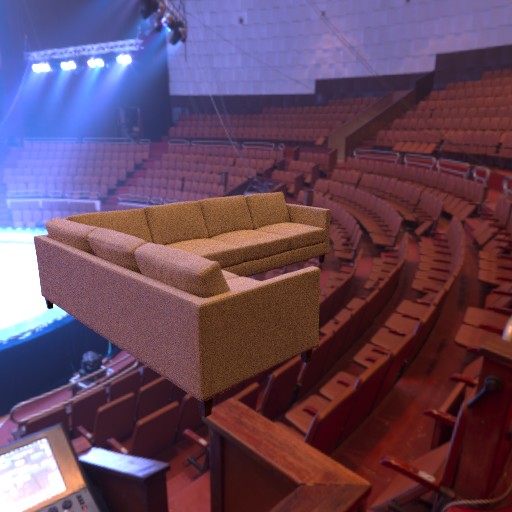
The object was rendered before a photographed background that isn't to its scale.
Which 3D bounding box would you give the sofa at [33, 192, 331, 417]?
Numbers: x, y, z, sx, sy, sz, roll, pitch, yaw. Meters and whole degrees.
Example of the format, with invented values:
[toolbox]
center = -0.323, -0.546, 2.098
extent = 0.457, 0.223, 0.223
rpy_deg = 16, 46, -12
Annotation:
[sofa]
center = 0.000, 0.000, 4.216
extent = 3.182, 0.863, 2.432
rpy_deg = -14, 20, -43
